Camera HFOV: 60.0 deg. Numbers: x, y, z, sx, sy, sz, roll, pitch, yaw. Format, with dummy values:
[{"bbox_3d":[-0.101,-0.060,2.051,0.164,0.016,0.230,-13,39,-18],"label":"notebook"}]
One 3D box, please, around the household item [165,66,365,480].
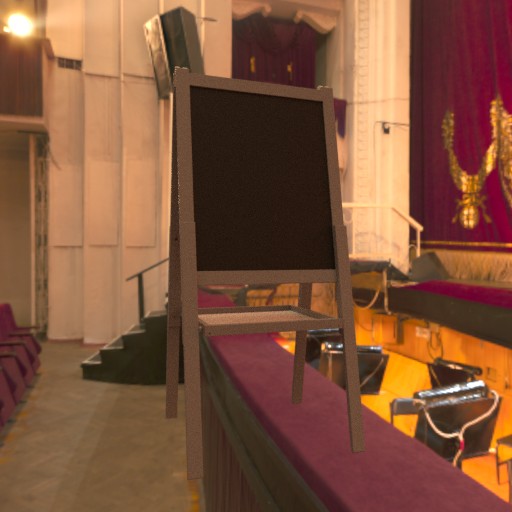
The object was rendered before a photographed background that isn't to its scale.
[{"bbox_3d":[0.000,0.000,1.458,0.531,1.172,0.469,0,0,-19],"label":"household item"}]
